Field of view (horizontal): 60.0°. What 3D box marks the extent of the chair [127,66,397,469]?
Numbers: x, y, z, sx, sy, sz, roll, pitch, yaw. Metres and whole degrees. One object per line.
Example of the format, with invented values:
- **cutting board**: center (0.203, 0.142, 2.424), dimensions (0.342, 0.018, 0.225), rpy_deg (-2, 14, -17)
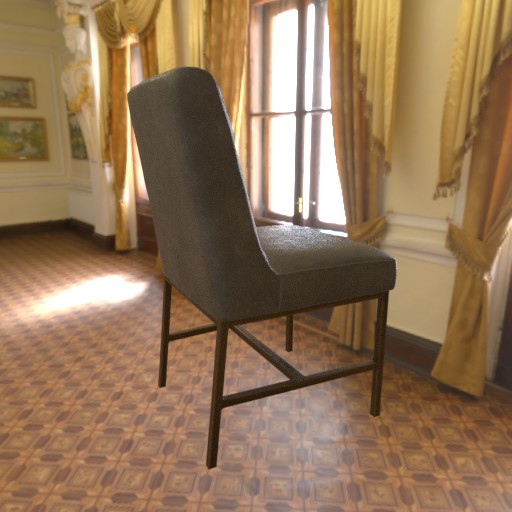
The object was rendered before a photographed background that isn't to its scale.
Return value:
- **chair**: center (0.000, 0.000, 1.232), dimensions (0.587, 0.889, 0.508), rpy_deg (-7, 16, -27)
